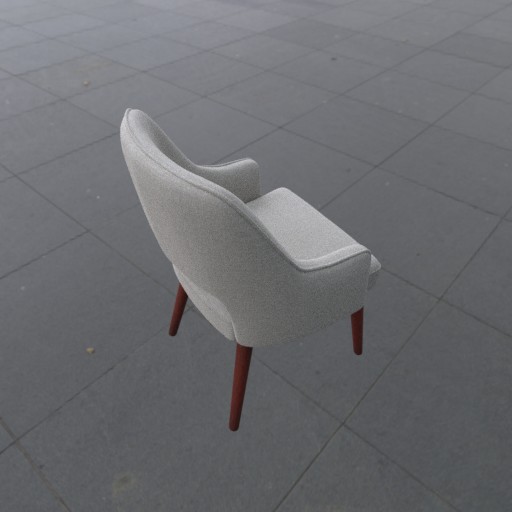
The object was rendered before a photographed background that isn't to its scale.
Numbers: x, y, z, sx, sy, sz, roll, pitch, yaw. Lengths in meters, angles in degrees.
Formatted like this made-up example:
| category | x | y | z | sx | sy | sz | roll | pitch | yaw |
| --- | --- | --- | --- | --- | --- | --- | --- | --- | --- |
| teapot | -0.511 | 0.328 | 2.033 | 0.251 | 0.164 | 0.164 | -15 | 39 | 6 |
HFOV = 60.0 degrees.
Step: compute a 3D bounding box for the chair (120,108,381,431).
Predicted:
| category | x | y | z | sx | sy | sz | roll | pitch | yaw |
| --- | --- | --- | --- | --- | --- | --- | --- | --- | --- |
| chair | 0.000 | 0.000 | 1.250 | 0.580 | 0.840 | 0.560 | -24 | 47 | -24 |
